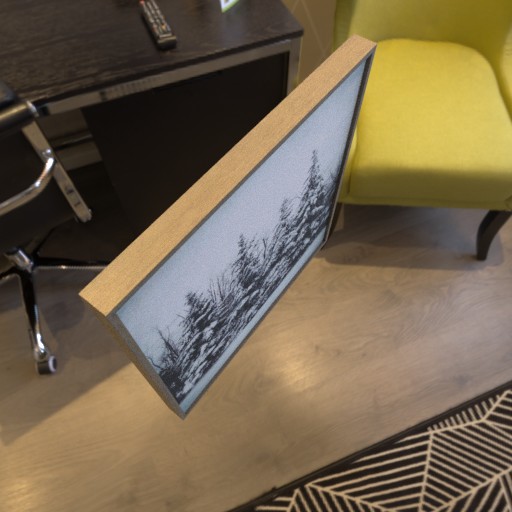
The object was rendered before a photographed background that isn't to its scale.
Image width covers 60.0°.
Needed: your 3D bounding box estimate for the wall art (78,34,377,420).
[{"bbox_3d":[0.000,0.000,0.733,0.037,0.507,0.507,33,65,18],"label":"wall art"}]
